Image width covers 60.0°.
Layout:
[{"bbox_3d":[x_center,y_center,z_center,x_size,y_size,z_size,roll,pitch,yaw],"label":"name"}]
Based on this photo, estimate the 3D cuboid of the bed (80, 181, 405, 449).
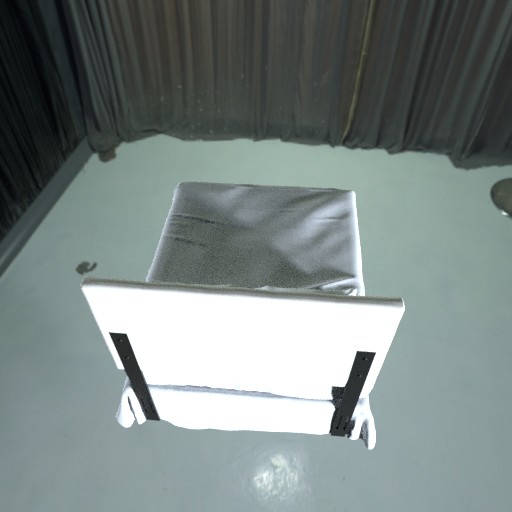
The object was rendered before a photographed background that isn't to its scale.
[{"bbox_3d":[0.000,0.000,3.446,1.936,1.577,2.222,4,47,3],"label":"bed"}]
